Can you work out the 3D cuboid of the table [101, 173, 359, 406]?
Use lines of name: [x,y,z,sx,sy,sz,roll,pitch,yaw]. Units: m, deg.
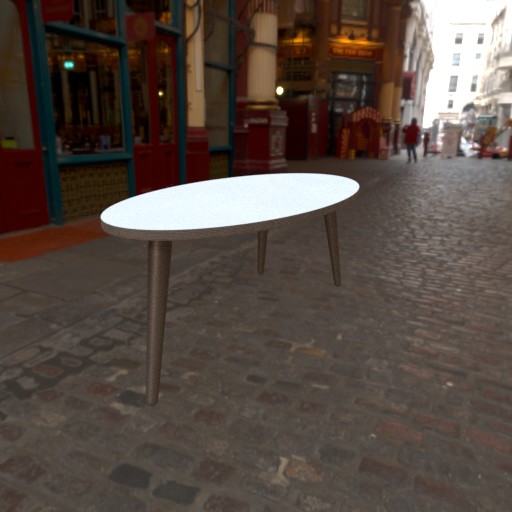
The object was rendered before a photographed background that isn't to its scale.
table: [0.000,0.000,1.331,0.542,0.390,1.083,8,18,24]
